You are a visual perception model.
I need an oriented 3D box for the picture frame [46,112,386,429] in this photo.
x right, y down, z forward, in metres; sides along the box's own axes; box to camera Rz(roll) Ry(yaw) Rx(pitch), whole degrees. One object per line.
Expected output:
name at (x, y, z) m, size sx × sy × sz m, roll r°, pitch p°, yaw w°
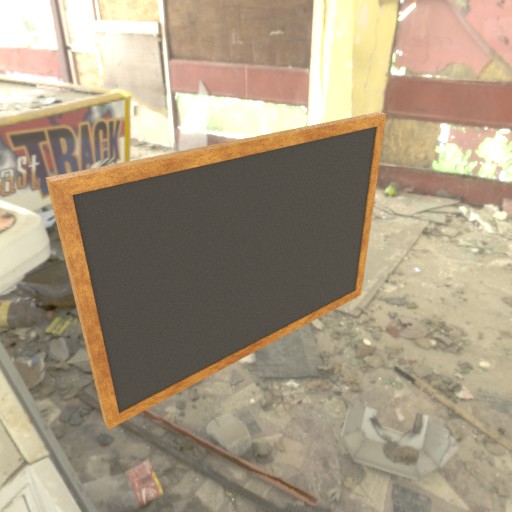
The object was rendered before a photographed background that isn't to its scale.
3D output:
picture frame at (0.000, 0.000, 1.171) m, size 0.922 × 0.621 × 0.029 m, roll -21°, pitch 35°, yaw -33°
